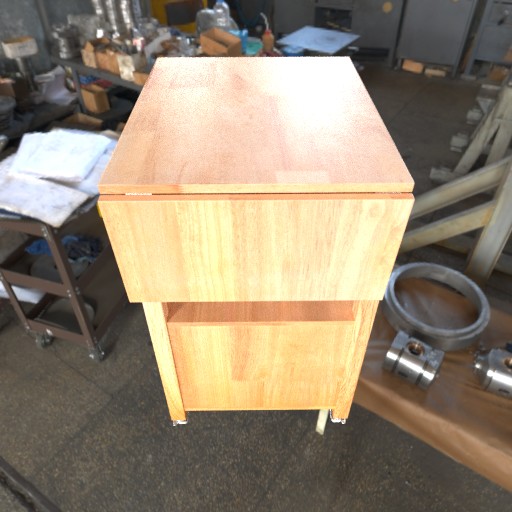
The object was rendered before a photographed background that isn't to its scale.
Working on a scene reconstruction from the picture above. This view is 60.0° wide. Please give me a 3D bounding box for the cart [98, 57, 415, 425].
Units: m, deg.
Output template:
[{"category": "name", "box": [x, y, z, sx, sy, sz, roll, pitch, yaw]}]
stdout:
[{"category": "cart", "box": [0.000, 0.000, 1.199, 0.508, 0.838, 0.640, 0, 42, -1]}]
